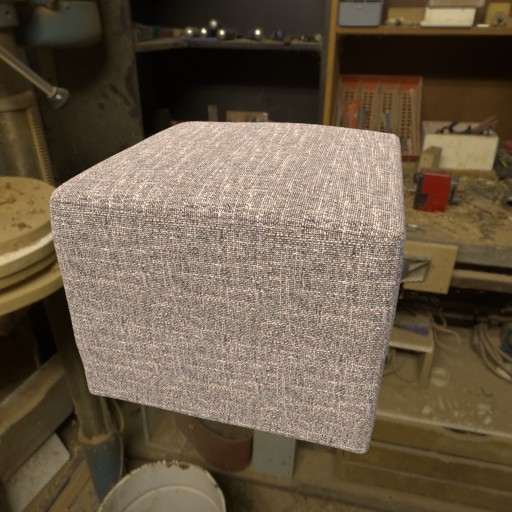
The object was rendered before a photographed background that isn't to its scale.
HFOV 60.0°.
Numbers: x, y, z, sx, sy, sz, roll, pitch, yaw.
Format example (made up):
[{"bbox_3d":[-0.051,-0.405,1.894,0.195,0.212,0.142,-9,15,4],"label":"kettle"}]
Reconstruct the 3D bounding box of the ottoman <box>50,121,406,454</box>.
[{"bbox_3d":[0.000,0.000,0.882,0.512,0.453,0.521,7,30,13],"label":"ottoman"}]
